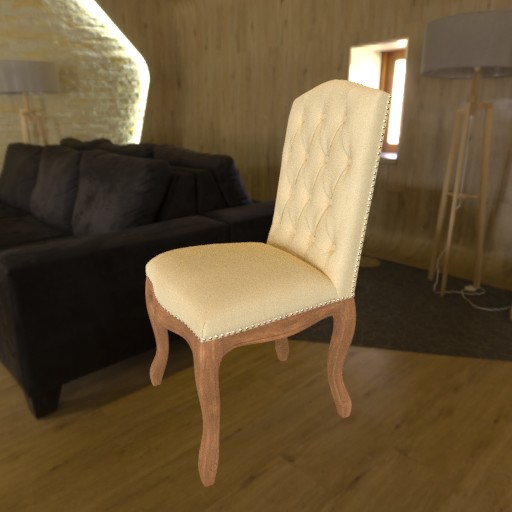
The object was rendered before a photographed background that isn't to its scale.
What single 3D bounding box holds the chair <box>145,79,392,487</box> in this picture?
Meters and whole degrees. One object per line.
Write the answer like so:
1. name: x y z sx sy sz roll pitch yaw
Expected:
1. chair: 0.000 0.000 1.537 0.715 1.165 0.623 -8 19 -26
